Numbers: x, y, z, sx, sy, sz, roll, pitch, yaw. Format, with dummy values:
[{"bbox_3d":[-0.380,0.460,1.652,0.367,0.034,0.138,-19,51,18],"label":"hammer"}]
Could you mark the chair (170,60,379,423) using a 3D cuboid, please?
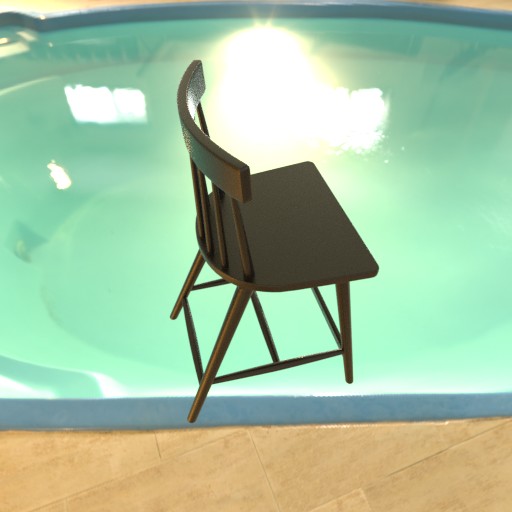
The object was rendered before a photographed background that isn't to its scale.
[{"bbox_3d":[0.000,0.000,1.275,0.572,0.952,0.483,-11,47,-11],"label":"chair"}]
